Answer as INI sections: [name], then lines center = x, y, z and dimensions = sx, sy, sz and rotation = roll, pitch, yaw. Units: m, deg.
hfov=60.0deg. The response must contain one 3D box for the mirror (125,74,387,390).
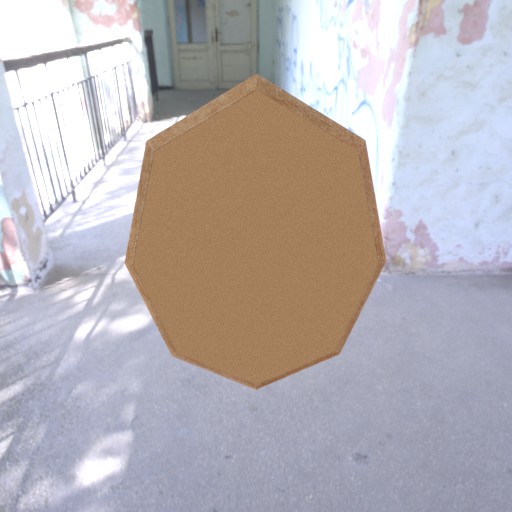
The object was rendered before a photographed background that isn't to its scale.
[mirror]
center = 0.000, 0.000, 1.002
dimensions = 0.577, 0.774, 0.070
rotation = -1, 29, -1
